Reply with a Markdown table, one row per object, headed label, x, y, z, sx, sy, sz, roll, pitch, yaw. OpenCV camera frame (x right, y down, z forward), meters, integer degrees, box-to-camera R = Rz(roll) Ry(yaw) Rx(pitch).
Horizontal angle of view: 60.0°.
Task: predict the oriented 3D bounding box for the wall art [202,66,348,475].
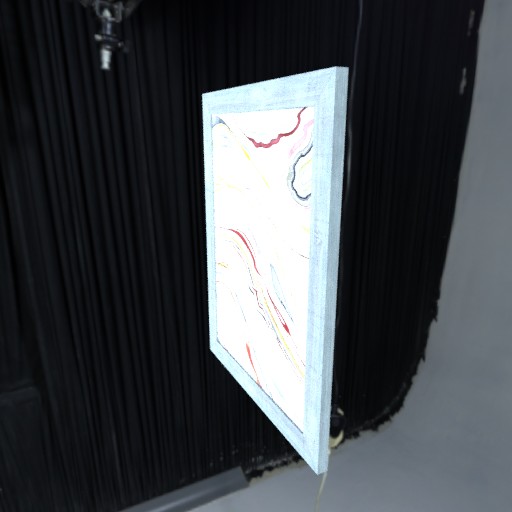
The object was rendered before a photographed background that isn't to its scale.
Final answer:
| label | x | y | z | sx | sy | sz | roll | pitch | yaw |
| --- | --- | --- | --- | --- | --- | --- | --- | --- | --- |
| wall art | 0.000 | 0.000 | 0.845 | 0.020 | 0.613 | 0.481 | -8 | 18 | -26 |
